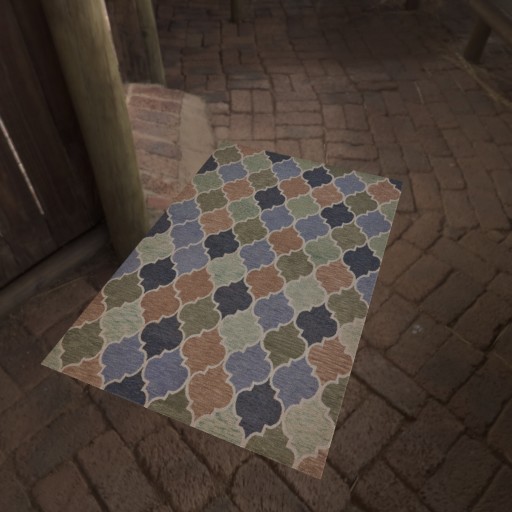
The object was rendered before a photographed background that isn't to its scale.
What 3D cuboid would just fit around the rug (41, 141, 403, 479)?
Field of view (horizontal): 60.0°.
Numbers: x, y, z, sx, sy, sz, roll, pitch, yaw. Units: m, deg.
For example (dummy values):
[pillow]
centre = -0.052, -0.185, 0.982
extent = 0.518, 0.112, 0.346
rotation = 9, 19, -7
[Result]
[rug]
centre = 0.000, 0.000, 2.863
extent = 1.521, 0.006, 2.284
rotation = 16, 49, 15
